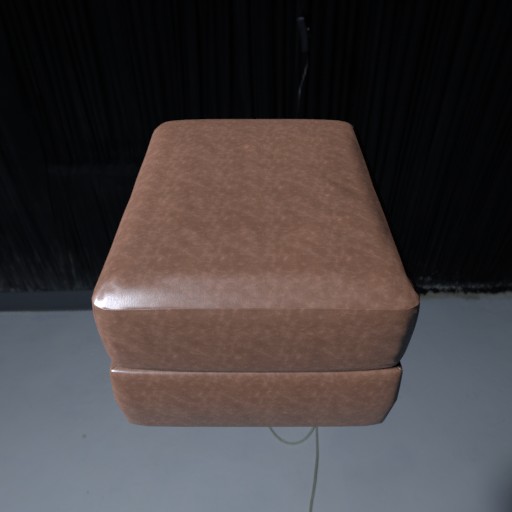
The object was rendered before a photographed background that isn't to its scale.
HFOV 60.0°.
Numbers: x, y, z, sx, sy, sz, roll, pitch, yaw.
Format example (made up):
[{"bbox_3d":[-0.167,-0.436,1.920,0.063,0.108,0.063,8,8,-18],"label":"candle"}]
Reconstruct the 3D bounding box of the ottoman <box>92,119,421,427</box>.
[{"bbox_3d":[0.000,0.000,1.143,0.603,0.476,0.751,0,42,0],"label":"ottoman"}]
